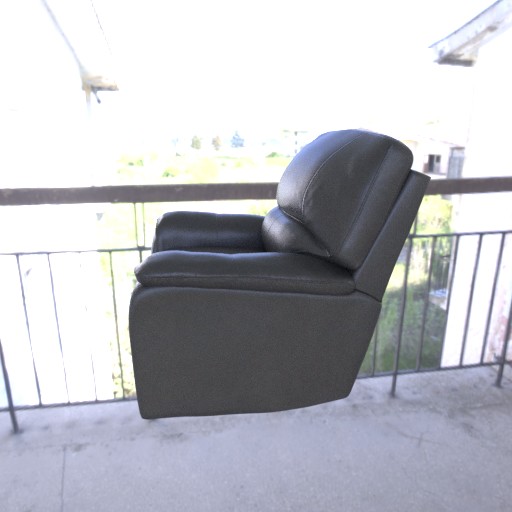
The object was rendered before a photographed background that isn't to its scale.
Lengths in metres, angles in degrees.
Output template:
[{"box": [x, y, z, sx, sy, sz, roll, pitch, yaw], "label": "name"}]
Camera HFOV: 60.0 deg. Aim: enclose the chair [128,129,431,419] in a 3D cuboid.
[{"box": [0.000, 0.000, 2.011, 1.087, 1.109, 1.096, -2, 15, -8], "label": "chair"}]
